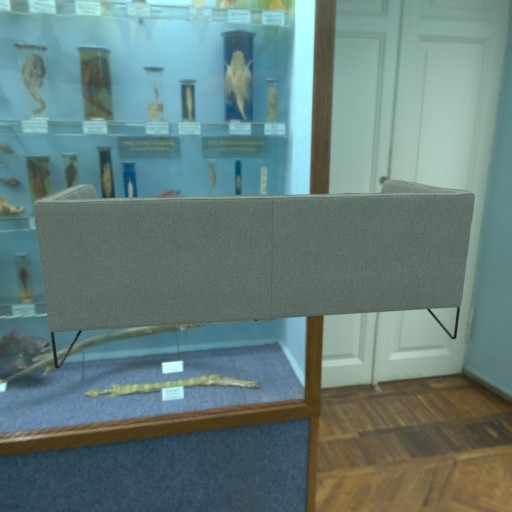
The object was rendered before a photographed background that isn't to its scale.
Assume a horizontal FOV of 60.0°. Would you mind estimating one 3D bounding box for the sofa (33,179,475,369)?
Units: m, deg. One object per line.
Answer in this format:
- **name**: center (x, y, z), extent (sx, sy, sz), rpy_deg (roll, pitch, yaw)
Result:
- **sofa**: center (0.000, 0.000, 2.548), extent (2.079, 0.798, 0.912), rpy_deg (-2, 15, -9)
